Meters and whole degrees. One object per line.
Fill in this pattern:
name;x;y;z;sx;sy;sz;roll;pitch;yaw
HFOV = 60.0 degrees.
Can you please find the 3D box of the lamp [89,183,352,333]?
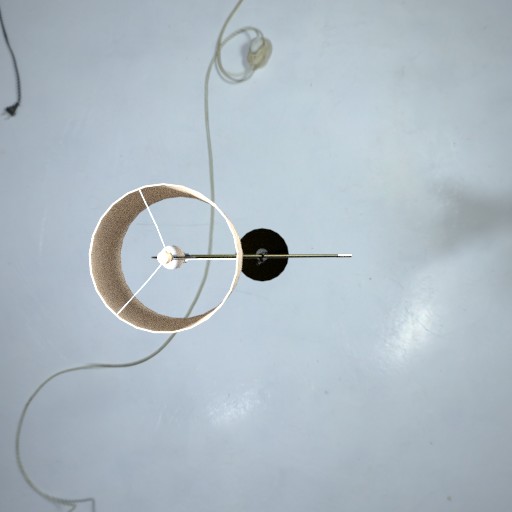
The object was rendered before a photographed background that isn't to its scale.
lamp;0.000;0.000;1.912;0.809;1.635;0.373;0;90;1
